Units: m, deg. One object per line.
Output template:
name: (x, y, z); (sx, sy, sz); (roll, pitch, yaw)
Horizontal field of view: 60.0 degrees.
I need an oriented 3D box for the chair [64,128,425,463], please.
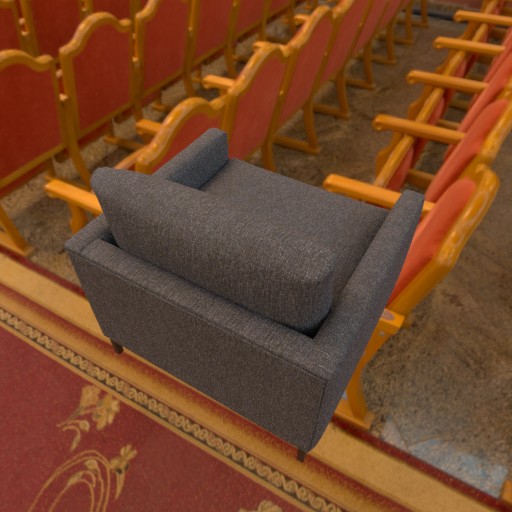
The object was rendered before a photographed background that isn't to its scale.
chair: (0.000, 0.000, 1.637); (0.963, 0.861, 0.866); (23, 50, 21)
